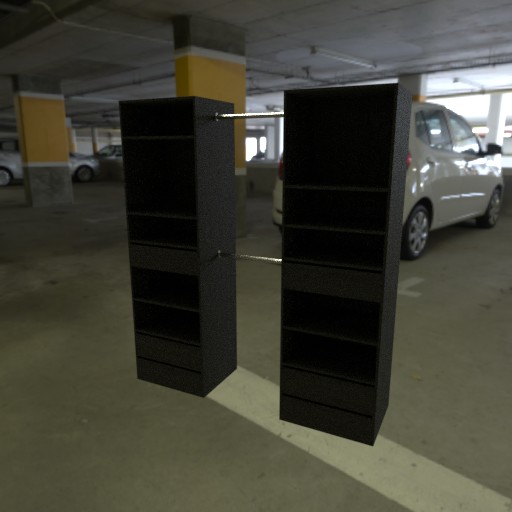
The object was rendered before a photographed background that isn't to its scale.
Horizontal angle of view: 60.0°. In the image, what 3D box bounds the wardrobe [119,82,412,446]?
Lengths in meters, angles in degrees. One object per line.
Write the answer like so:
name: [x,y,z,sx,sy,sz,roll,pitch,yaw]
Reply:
wardrobe: [0.000,0.000,2.953,1.770,2.000,0.480,7,15,26]
